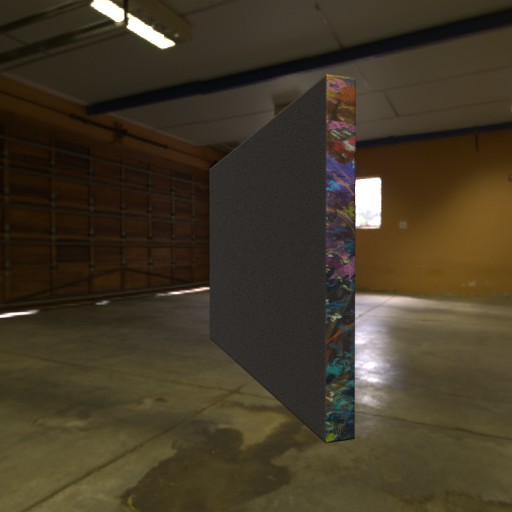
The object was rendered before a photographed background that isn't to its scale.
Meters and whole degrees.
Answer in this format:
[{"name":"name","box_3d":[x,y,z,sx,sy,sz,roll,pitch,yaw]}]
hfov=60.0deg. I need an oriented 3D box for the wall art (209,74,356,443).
[{"name":"wall art","box_3d":[0.000,0.000,0.783,0.037,0.406,0.610,0,1,-18]}]
